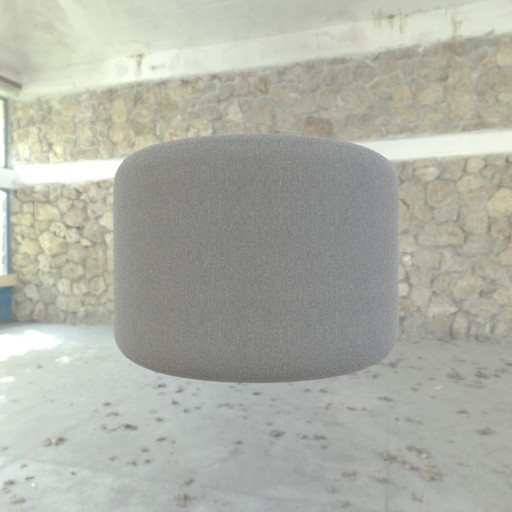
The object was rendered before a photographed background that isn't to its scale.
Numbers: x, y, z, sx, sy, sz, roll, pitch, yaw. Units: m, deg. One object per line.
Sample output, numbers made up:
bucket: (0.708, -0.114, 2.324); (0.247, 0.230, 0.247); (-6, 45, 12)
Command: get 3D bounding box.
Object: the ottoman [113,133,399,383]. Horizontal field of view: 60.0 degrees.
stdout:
ottoman: (0.000, 0.000, 0.991); (0.608, 0.433, 0.608); (0, 0, 0)
